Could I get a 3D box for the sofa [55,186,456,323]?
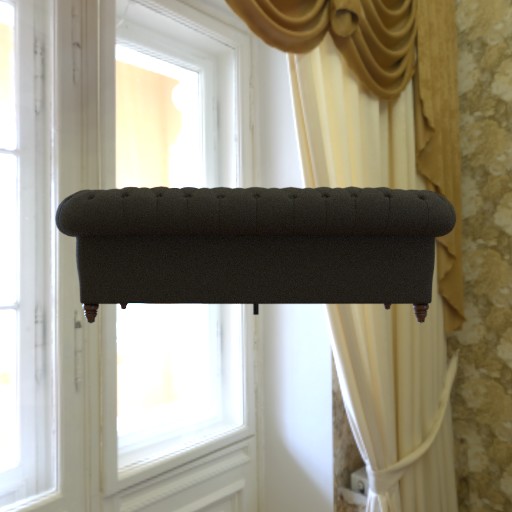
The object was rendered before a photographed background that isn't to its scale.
[{"bbox_3d":[0.000,0.000,2.735,2.362,0.762,0.991,0,0,0],"label":"sofa"}]
